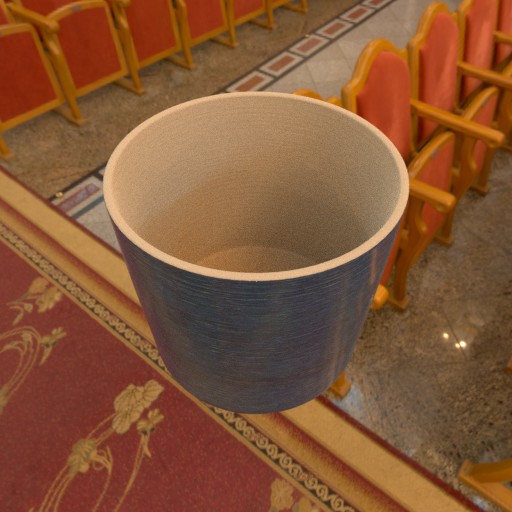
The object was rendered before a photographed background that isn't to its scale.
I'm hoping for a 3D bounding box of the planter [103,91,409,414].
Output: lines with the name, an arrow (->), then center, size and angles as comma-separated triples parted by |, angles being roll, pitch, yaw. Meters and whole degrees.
planter -> 0.000, 0.000, 0.402 | 0.221, 0.201, 0.221 | 0, 48, 0
